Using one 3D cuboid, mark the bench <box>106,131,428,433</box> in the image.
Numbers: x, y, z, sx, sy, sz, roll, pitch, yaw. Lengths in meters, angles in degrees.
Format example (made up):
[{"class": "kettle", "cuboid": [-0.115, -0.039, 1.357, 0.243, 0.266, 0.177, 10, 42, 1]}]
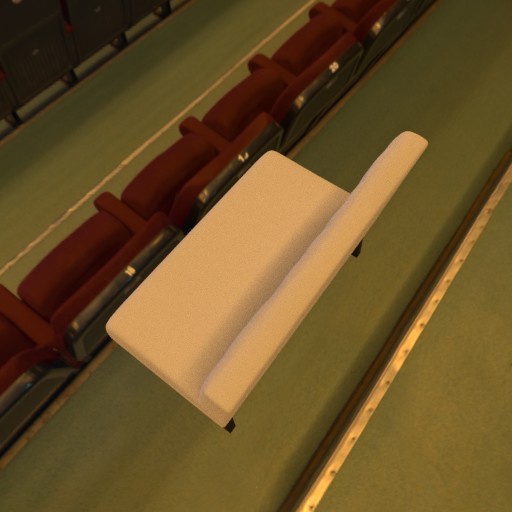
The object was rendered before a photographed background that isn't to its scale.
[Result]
[{"class": "bench", "cuboid": [0.000, 0.000, 2.057, 0.815, 1.180, 1.335, 33, 67, 16]}]
